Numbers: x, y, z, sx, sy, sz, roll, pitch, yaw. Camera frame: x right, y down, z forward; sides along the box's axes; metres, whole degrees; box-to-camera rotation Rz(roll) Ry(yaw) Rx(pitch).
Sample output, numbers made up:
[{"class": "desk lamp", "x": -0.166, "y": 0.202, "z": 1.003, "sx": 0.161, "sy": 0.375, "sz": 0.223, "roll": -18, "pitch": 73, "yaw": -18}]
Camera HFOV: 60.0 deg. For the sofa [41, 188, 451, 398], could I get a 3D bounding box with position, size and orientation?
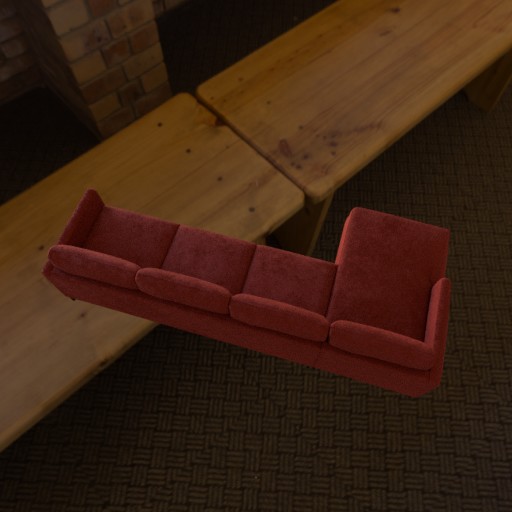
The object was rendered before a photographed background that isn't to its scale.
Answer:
[{"class": "sofa", "x": 0.000, "y": 0.000, "z": 2.951, "sx": 2.467, "sy": 0.663, "sz": 1.136, "roll": 15, "pitch": 64, "yaw": 7}]
